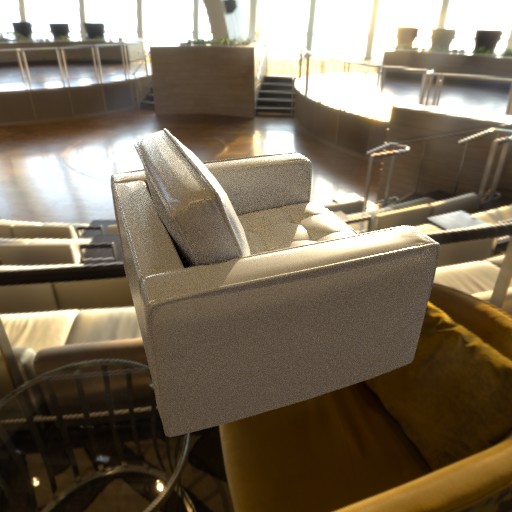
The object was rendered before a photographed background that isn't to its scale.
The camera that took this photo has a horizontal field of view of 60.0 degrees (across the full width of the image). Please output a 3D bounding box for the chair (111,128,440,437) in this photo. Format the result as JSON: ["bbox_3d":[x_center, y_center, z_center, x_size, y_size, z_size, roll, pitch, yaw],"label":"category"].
[{"bbox_3d":[0.000,0.000,1.517,0.843,0.773,0.928,-11,32,-18],"label":"chair"}]
